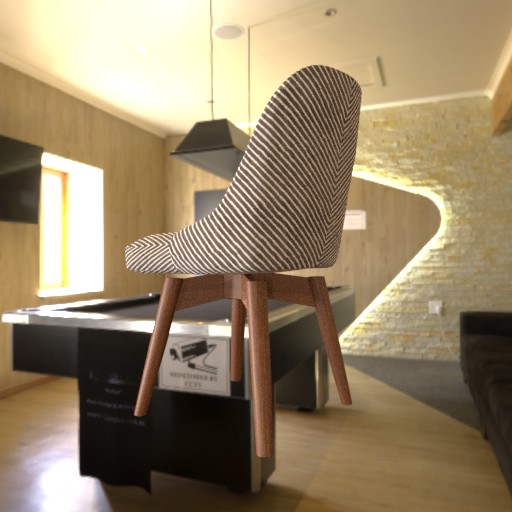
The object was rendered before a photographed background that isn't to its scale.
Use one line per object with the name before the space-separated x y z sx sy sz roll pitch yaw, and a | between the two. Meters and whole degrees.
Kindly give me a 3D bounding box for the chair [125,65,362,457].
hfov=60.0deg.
chair | 0.000 0.000 1.264 0.591 0.883 0.504 0 0 36
